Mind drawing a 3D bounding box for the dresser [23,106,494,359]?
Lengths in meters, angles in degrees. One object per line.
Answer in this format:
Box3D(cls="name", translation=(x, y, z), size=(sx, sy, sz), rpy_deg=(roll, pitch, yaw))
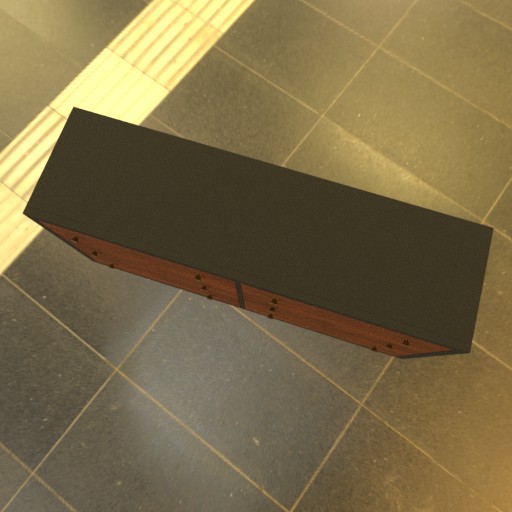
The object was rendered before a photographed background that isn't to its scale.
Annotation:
Box3D(cls="dresser", translation=(0.000, 0.000, 1.939), size=(1.558, 0.872, 0.463), rpy_deg=(17, 76, 4))
